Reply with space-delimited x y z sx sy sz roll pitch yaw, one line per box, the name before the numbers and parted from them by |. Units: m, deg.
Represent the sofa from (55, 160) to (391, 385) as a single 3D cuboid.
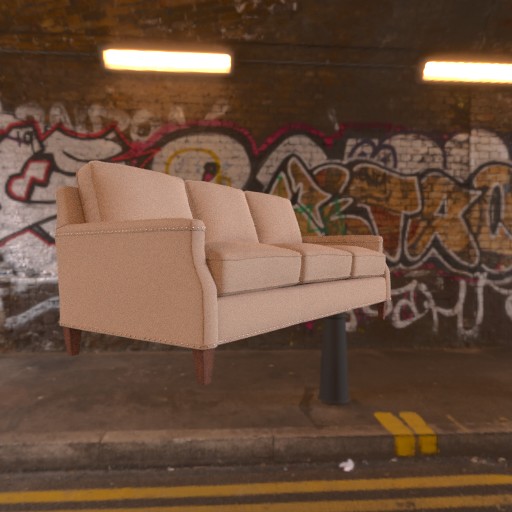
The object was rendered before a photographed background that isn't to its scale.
sofa | 0.000 0.000 2.891 1.084 1.003 2.246 0 0 35
